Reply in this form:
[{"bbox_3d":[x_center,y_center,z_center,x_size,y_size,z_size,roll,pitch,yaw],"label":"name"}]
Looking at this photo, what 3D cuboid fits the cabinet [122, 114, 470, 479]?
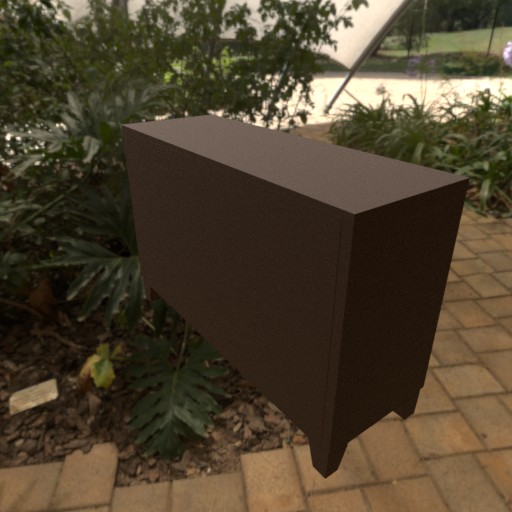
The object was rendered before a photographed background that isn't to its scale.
[{"bbox_3d":[0.000,0.000,1.840,0.482,0.914,1.396,-18,32,-32],"label":"cabinet"}]
